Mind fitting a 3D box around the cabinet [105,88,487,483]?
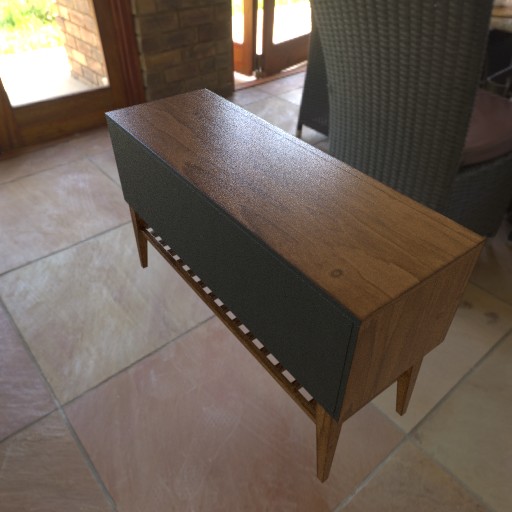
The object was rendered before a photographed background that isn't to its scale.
[{"bbox_3d":[0.000,0.000,1.703,0.477,0.802,1.363,-26,46,-27],"label":"cabinet"}]
